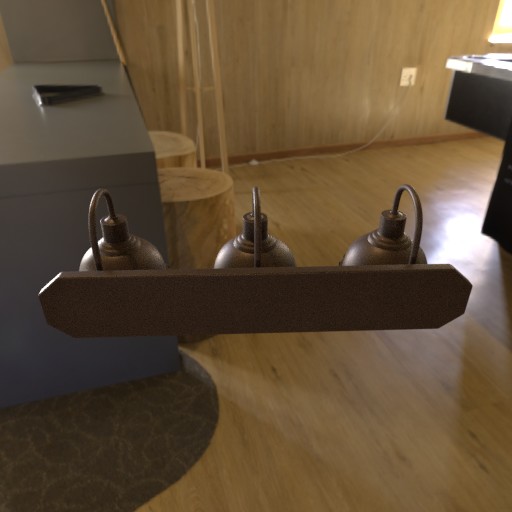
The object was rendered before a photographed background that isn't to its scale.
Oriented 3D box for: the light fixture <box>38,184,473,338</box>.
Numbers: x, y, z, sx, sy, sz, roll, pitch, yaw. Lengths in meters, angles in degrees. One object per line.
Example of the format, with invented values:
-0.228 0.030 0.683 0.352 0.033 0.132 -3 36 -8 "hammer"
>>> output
0.000 0.000 0.747 0.634 0.254 0.229 -1 31 -2 "light fixture"
